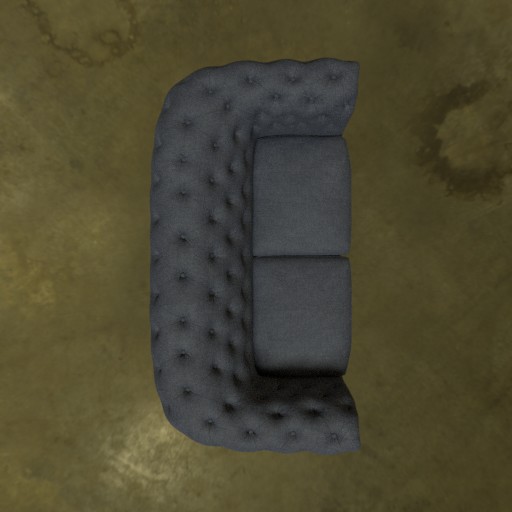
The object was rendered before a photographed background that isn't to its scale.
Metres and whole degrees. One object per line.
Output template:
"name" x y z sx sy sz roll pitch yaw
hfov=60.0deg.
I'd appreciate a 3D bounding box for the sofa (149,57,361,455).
"sofa" 0.000 0.000 2.515 1.082 0.833 1.988 0 89 -1
